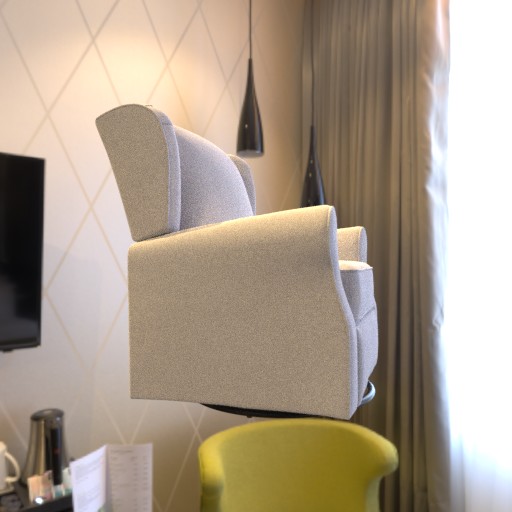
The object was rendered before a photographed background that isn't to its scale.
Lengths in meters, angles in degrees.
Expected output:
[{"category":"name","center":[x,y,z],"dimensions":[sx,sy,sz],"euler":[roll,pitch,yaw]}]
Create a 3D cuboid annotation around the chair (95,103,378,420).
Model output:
[{"category":"chair","center":[0.000,0.000,1.655],"dimensions":[0.854,0.967,0.906],"euler":[0,-1,20]}]
